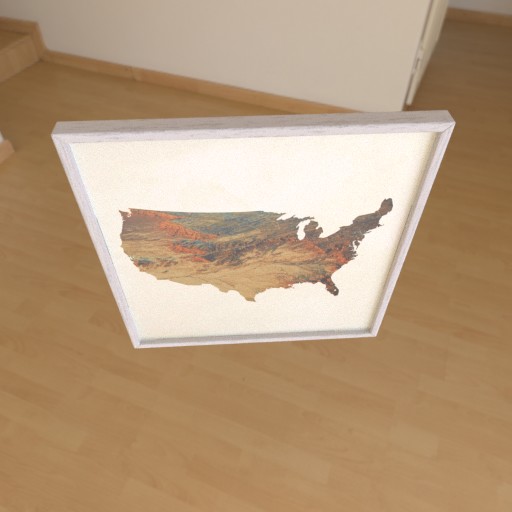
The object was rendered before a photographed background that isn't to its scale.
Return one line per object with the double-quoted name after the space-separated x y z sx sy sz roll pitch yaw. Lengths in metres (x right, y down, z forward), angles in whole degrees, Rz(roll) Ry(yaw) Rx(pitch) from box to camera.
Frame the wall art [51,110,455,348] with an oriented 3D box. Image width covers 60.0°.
0.000 0.000 1.905 1.287 1.288 0.078 -2 48 -2 "wall art"
